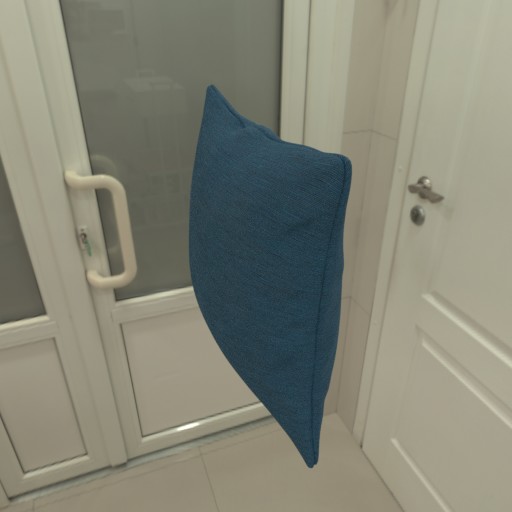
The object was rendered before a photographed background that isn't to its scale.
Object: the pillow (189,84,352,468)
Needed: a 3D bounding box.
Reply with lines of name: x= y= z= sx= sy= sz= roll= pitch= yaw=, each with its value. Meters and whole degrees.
pillow: x=0.000 y=0.000 z=0.655 sx=0.177 sy=0.420 sz=0.437 roll=-11 pitch=31 yaw=-18
